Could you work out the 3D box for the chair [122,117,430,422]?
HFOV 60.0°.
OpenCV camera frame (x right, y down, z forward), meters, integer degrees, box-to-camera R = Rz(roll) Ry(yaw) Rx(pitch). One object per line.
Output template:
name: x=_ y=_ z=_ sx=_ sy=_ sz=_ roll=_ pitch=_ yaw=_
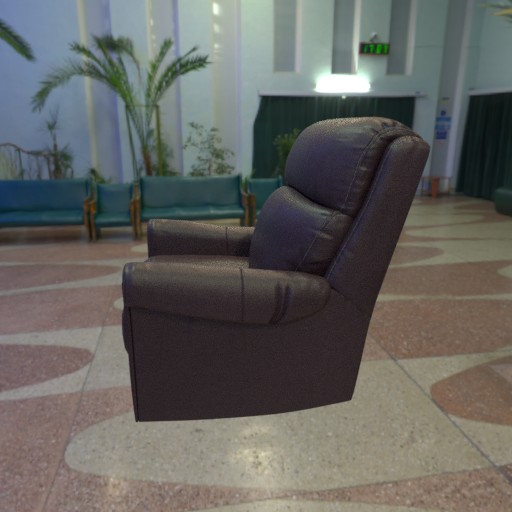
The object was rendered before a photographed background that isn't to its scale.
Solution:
chair: x=0.000 y=0.000 z=1.774 sx=1.014 sy=1.054 sz=0.838 roll=-2 pitch=16 yaw=-7
